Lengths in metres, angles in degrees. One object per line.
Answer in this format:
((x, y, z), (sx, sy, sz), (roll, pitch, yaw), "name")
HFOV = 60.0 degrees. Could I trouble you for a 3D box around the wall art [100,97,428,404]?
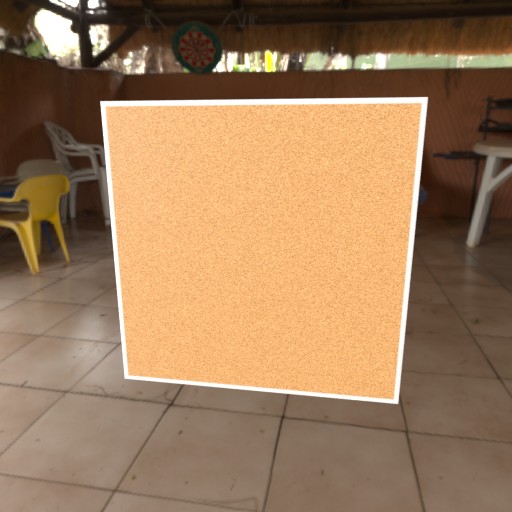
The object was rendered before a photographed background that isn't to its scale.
((0.000, 0.000, 1.149), (0.768, 0.765, 0.041), (3, 16, 9), "wall art")
